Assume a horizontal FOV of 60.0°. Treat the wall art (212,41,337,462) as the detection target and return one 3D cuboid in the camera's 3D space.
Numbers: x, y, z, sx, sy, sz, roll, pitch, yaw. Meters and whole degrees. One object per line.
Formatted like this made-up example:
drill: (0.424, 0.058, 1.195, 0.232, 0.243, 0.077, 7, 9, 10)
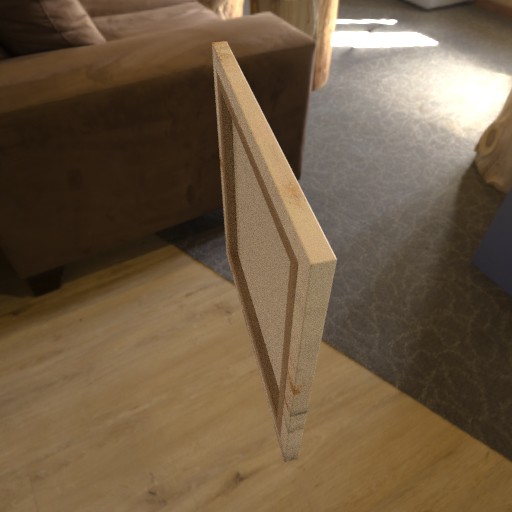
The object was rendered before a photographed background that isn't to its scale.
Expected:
wall art: (0.000, 0.000, 1.111, 0.038, 0.755, 0.753, -10, 48, -9)
